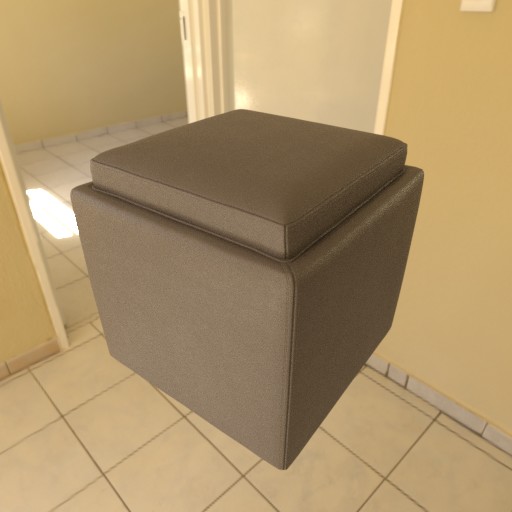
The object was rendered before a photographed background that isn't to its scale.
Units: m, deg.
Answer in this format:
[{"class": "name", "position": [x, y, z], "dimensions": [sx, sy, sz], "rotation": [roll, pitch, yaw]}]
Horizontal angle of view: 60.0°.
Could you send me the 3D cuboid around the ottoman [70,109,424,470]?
[{"class": "ottoman", "position": [0.000, 0.000, 0.838], "dimensions": [0.450, 0.460, 0.451], "rotation": [22, 38, 30]}]
